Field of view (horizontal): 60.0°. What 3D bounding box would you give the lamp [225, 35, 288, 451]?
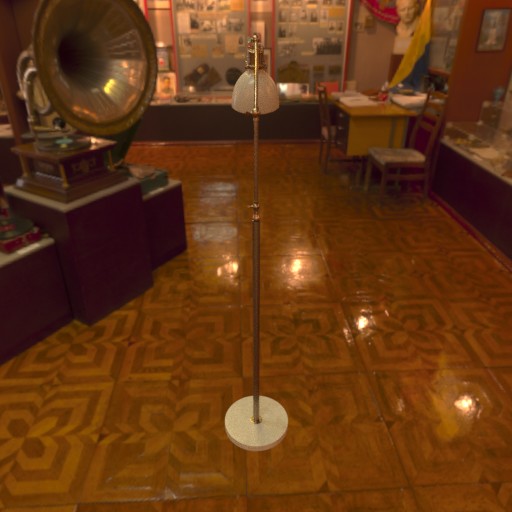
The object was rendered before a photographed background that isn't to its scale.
[{"bbox_3d":[0.000,0.000,1.791,0.288,1.586,0.599,0,28,-1],"label":"lamp"}]
